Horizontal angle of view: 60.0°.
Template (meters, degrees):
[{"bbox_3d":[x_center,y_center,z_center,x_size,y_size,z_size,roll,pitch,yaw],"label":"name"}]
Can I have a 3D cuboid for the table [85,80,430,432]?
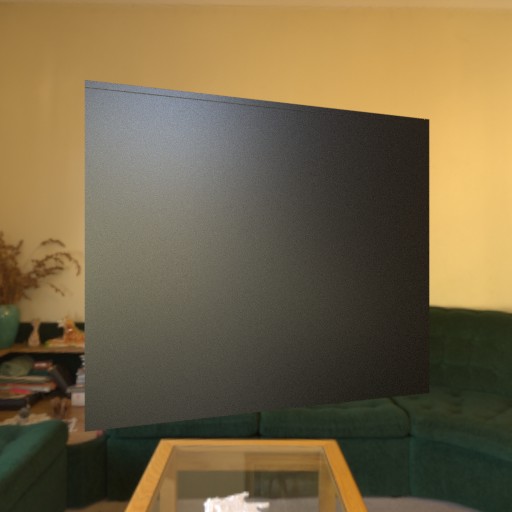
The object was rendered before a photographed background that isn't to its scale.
[{"bbox_3d":[0.000,0.000,1.318,0.930,0.790,0.380,0,0,-18],"label":"table"}]
